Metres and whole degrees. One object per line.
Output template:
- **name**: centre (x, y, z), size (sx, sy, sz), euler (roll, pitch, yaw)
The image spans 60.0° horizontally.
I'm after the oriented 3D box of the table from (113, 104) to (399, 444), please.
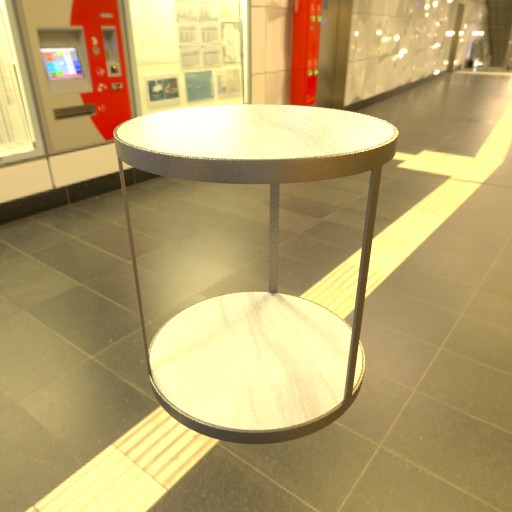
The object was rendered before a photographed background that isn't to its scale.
- **table**: centre (0.000, 0.000, 0.828), size (0.445, 0.479, 0.445), euler (0, 27, 0)
